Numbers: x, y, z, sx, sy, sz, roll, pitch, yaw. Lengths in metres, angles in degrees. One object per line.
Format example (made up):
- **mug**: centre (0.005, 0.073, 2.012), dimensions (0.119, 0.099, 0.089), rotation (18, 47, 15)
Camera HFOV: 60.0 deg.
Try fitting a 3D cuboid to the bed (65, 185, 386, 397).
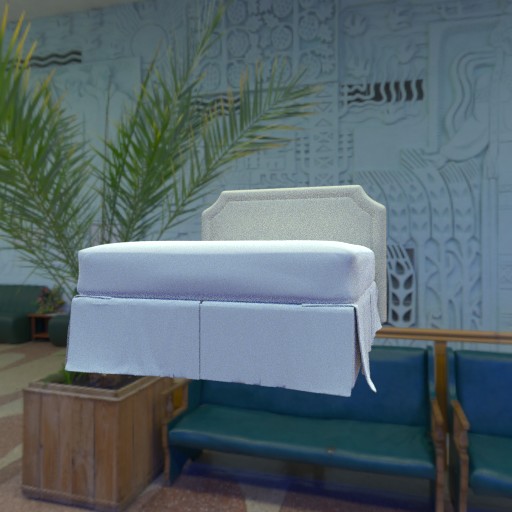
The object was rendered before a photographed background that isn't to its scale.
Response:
- **bed**: centre (0.000, 0.000, 3.307), dimensions (1.827, 1.296, 2.209), rotation (0, 1, 18)
